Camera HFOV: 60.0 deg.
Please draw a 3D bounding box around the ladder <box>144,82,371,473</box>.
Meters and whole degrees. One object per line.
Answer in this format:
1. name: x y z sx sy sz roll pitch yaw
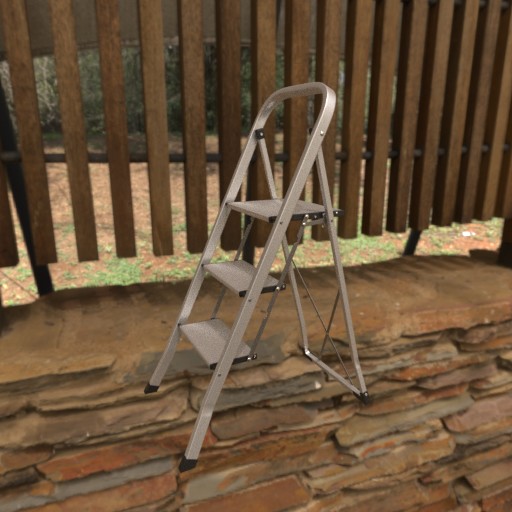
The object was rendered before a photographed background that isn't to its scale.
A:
1. ladder: 0.000 0.000 1.458 0.704 1.070 0.465 -7 17 -25
